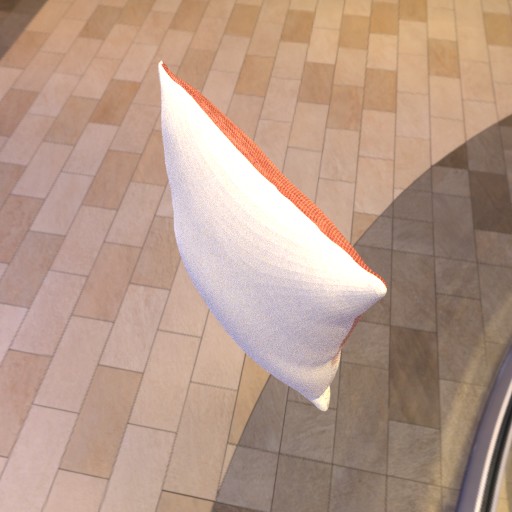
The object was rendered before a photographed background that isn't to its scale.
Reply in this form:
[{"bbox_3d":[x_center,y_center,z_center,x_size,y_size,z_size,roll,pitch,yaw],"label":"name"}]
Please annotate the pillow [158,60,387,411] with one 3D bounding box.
[{"bbox_3d":[0.000,0.000,0.682,0.182,0.441,0.440,-31,64,-18],"label":"pillow"}]
